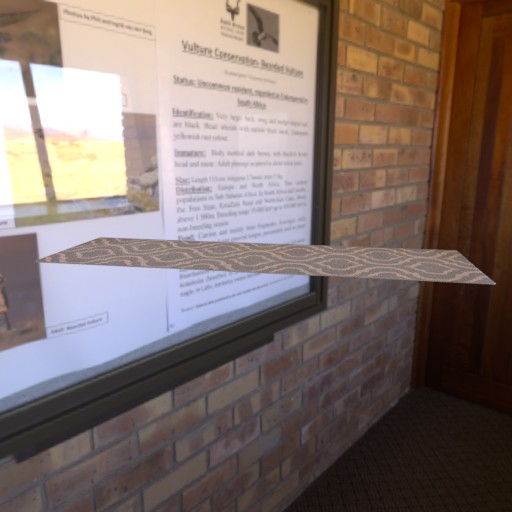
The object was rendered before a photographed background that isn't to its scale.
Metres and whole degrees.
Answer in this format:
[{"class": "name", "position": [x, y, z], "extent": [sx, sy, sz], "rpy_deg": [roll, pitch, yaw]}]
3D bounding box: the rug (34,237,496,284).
[{"class": "rug", "position": [0.000, 0.000, 2.476], "extent": [2.275, 0.009, 0.684], "rpy_deg": [2, 14, 10]}]
